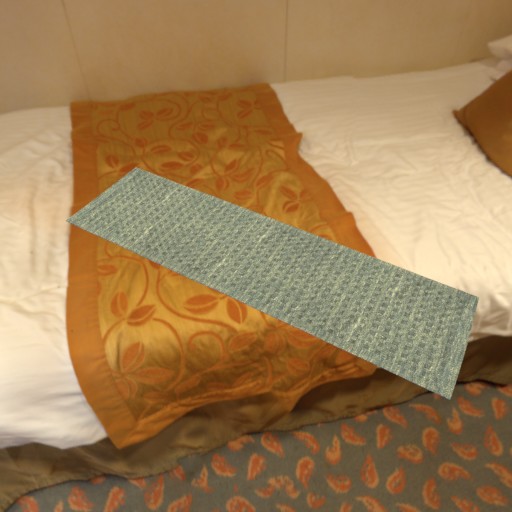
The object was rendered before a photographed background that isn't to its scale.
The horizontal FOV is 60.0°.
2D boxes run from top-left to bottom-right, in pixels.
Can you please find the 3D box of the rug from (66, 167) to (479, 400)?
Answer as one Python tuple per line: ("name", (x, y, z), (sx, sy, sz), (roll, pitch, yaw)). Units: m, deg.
("rug", (0.000, 0.000, 2.642), (2.443, 0.008, 0.688), (23, 50, 20))
